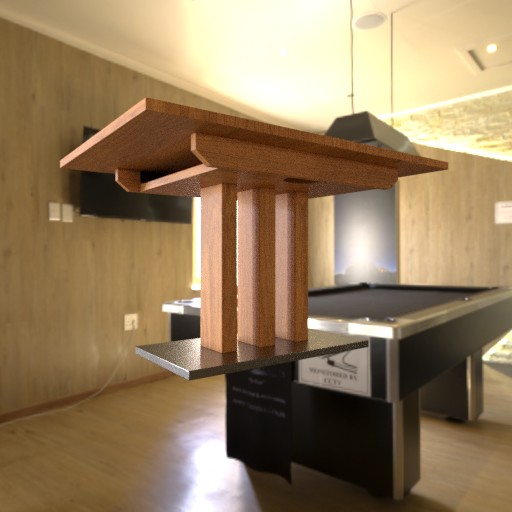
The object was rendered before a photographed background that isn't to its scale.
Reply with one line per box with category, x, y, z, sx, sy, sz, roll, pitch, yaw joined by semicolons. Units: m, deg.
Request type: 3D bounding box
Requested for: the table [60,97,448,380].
table;0.000;0.000;1.806;1.300;0.770;0.900;0;0;-36
